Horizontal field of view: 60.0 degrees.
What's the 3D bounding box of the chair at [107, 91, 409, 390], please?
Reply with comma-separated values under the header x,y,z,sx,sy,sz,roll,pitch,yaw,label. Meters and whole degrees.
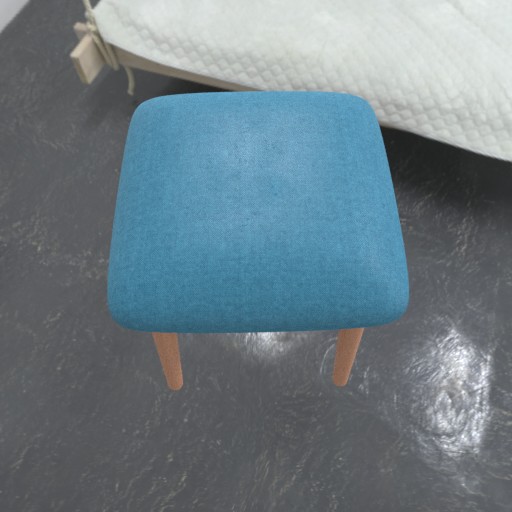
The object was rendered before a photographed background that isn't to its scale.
x,y,z,sx,sy,sz,roll,pitch,yaw,label
0.000,0.000,0.728,0.360,0.450,0.360,-1,63,-1,chair
